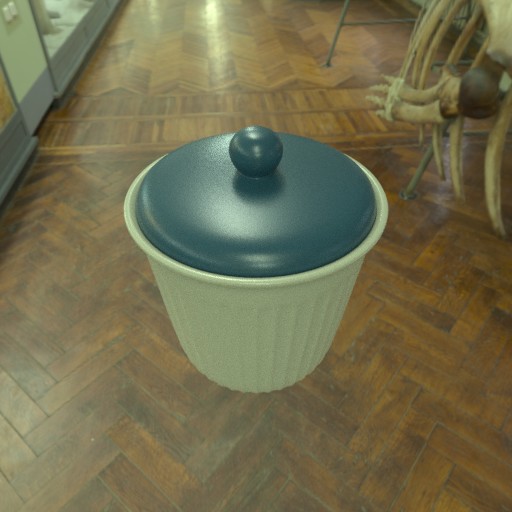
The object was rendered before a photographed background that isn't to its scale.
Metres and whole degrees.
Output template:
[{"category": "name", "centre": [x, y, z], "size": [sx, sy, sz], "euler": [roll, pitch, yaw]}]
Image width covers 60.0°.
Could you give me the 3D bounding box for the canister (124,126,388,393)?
[{"category": "canister", "centre": [0.000, 0.000, 0.349], "size": [0.181, 0.211, 0.181], "euler": [0, 41, 0]}]
